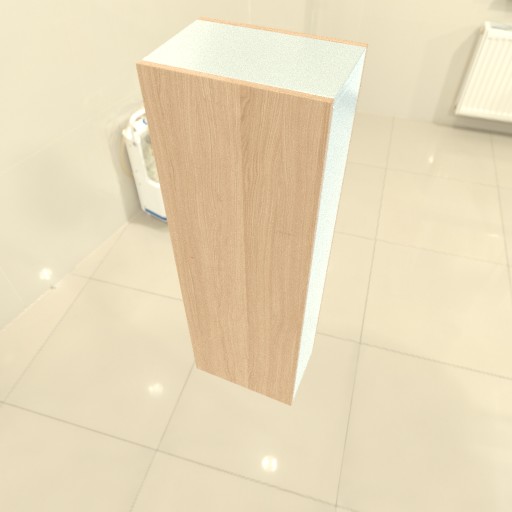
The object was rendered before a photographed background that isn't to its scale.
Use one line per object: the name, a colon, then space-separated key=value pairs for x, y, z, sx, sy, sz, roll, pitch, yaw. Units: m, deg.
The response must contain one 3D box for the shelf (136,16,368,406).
shelf: x=0.000 y=0.000 z=0.977 sx=0.290 sy=0.882 sz=0.197 roll=17 pitch=50 yaw=15
